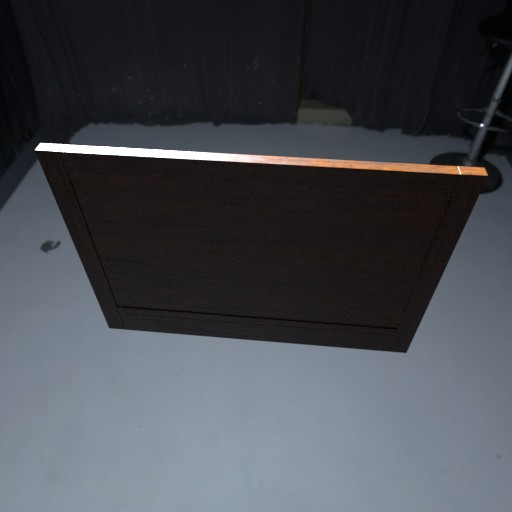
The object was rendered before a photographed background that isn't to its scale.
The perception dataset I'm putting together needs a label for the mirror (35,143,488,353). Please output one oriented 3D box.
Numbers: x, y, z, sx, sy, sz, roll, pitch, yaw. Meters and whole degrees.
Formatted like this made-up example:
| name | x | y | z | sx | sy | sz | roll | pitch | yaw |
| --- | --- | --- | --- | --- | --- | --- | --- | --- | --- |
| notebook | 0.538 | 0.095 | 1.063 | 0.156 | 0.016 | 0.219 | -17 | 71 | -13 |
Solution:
| name | x | y | z | sx | sy | sz | roll | pitch | yaw |
| --- | --- | --- | --- | --- | --- | --- | --- | --- | --- |
| mirror | 0.000 | 0.000 | 0.960 | 0.758 | 0.537 | 0.084 | 4 | 46 | 4 |
